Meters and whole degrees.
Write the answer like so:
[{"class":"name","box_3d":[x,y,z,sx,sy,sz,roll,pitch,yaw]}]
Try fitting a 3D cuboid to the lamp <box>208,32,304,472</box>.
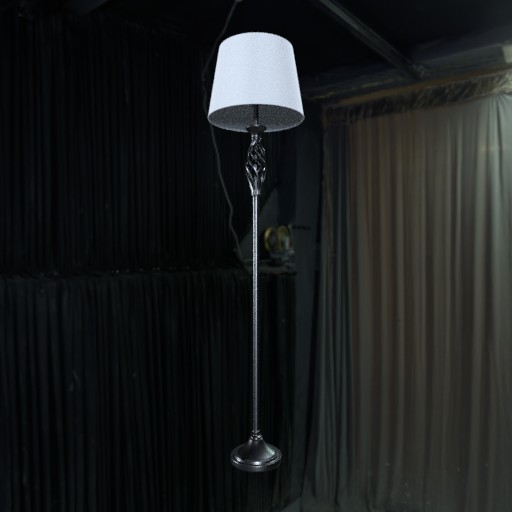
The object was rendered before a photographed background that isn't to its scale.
[{"class":"lamp","box_3d":[0.000,0.000,1.758,0.379,1.623,0.379,0,1,0]}]
